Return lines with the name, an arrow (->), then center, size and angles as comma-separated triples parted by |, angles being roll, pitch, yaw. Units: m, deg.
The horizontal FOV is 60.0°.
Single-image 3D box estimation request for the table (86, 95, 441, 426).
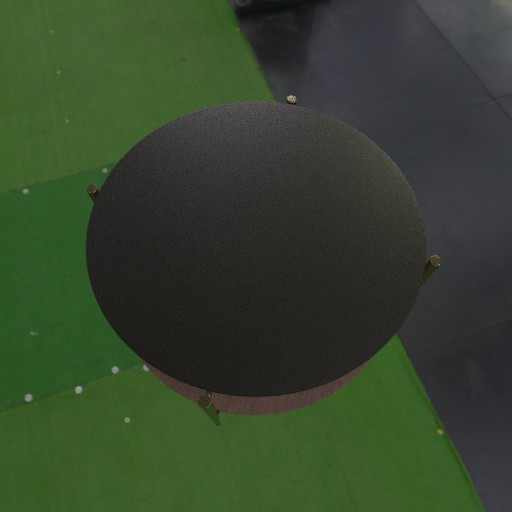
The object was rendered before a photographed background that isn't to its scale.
table -> 0.000, 0.000, 1.416 | 0.938, 0.400, 0.938 | -14, 63, -7
